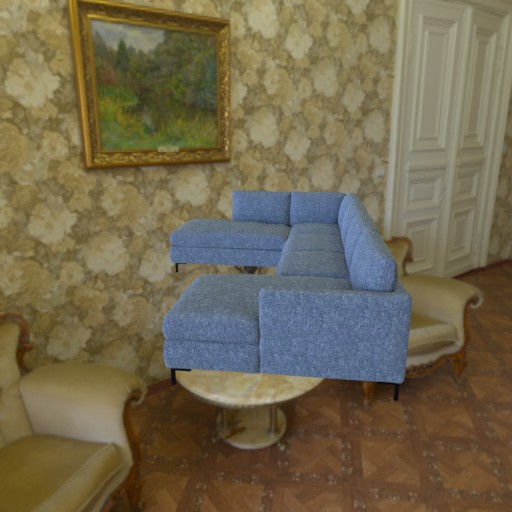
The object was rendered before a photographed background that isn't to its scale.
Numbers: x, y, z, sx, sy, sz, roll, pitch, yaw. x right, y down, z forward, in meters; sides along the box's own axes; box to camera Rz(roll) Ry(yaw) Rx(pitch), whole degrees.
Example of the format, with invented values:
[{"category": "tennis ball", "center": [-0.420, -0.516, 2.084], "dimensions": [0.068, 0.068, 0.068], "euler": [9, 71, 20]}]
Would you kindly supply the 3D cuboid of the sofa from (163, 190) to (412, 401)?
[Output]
[{"category": "sofa", "center": [0.000, 0.000, 3.547], "dimensions": [1.879, 0.756, 2.737], "euler": [2, 15, 8]}]
